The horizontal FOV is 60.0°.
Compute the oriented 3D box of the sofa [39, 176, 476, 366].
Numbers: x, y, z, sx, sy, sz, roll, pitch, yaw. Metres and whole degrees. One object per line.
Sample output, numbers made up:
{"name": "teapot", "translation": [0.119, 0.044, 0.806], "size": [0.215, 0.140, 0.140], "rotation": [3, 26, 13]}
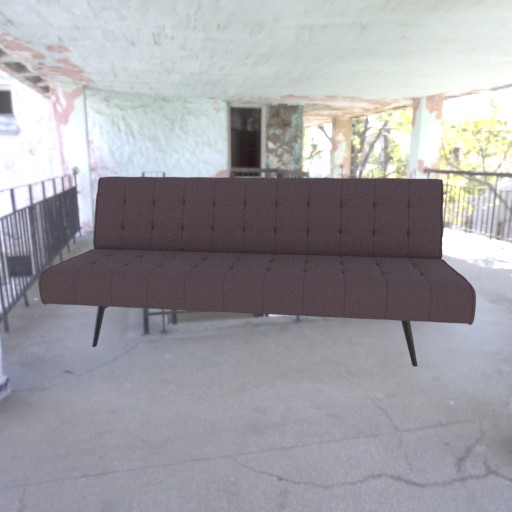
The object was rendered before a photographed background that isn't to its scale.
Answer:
{"name": "sofa", "translation": [0.000, 0.000, 2.052], "size": [1.703, 0.699, 0.747], "rotation": [2, 13, 8]}
